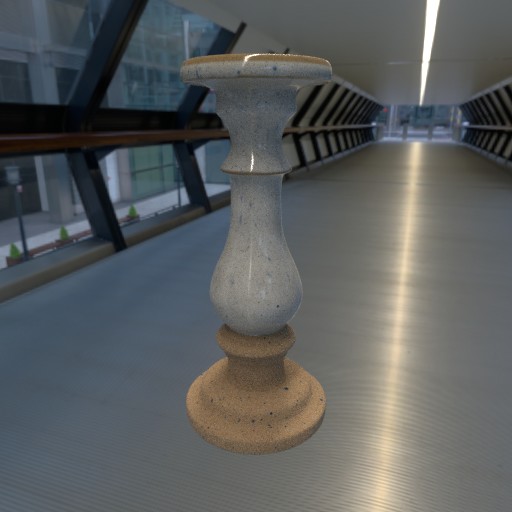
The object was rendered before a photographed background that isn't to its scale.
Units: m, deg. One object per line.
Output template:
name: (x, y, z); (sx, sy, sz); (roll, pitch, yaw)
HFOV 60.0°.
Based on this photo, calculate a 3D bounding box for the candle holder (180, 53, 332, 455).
candle holder: (0.000, 0.000, 0.253); (0.088, 0.203, 0.088); (0, 18, 0)
